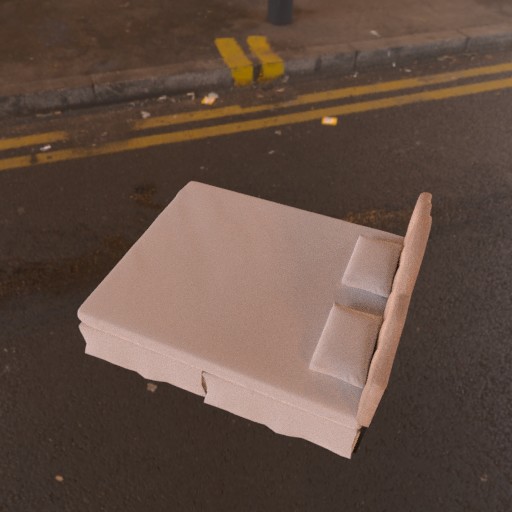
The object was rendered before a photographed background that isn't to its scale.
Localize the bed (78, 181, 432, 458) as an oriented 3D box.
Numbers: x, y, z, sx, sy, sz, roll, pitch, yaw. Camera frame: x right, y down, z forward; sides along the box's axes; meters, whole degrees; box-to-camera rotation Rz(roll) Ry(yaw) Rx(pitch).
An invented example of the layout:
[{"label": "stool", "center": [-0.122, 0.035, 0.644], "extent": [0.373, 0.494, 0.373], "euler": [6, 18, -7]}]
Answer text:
[{"label": "bed", "center": [0.000, 0.000, 2.988], "extent": [1.970, 1.194, 1.667], "euler": [17, 48, 16]}]
